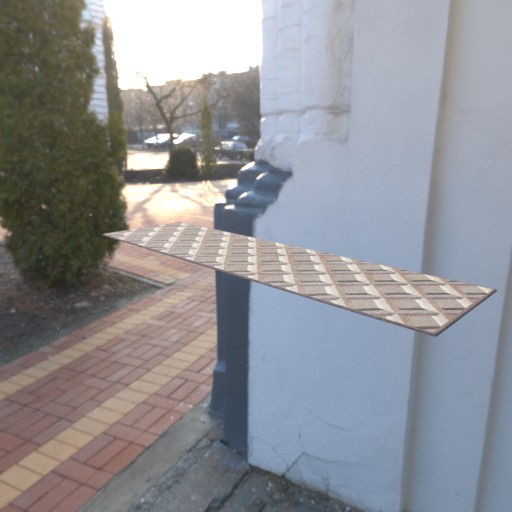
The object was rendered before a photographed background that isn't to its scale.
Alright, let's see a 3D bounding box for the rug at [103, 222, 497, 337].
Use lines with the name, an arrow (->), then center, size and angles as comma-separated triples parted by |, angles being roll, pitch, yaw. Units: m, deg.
rug -> 0.000, 0.000, 2.623 | 2.437, 0.013, 0.685 | 14, 20, 42
